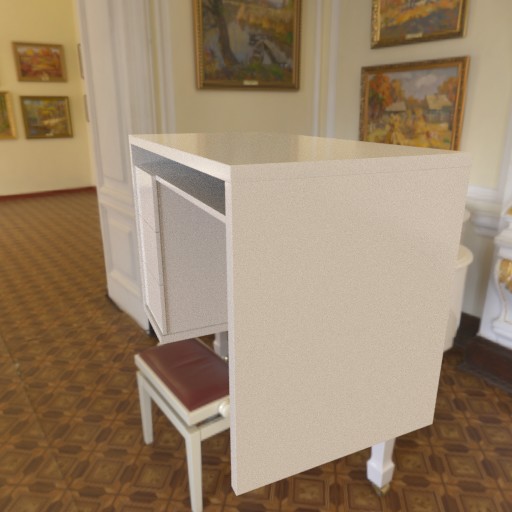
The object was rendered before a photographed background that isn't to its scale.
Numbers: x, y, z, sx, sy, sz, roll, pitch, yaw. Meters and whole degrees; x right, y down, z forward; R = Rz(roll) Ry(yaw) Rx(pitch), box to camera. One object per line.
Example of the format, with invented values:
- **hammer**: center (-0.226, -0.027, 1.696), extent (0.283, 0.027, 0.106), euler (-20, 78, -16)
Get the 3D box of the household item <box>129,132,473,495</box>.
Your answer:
- **household item**: center (0.000, 0.000, 1.492), extent (0.597, 0.749, 1.100), euler (-8, 20, -23)
